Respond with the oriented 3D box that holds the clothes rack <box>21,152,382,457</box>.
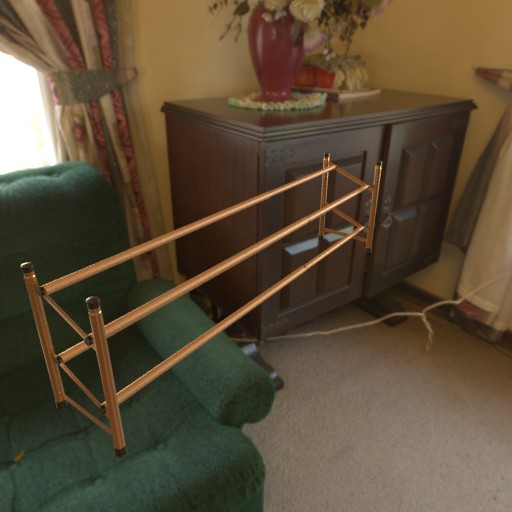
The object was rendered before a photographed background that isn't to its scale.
[{"bbox_3d":[0.000,0.000,1.256,0.229,0.349,1.168,18,31,33],"label":"clothes rack"}]
